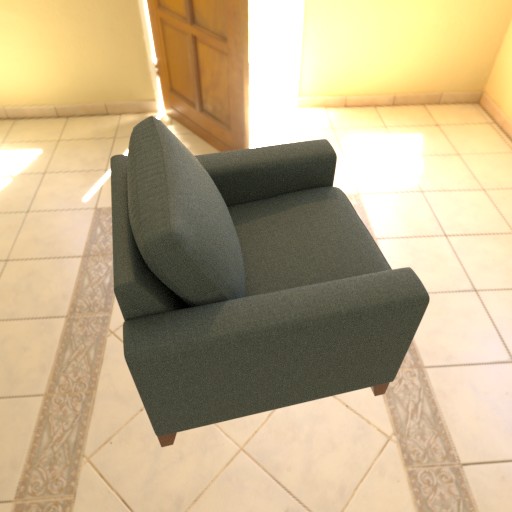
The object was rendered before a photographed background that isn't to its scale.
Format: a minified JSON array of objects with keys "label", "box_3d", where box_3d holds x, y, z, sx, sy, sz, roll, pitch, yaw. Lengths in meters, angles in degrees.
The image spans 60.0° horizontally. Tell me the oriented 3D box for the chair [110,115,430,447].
[{"label":"chair","box_3d":[0.000,0.000,1.861,1.038,1.010,1.024,-10,47,-9]}]
